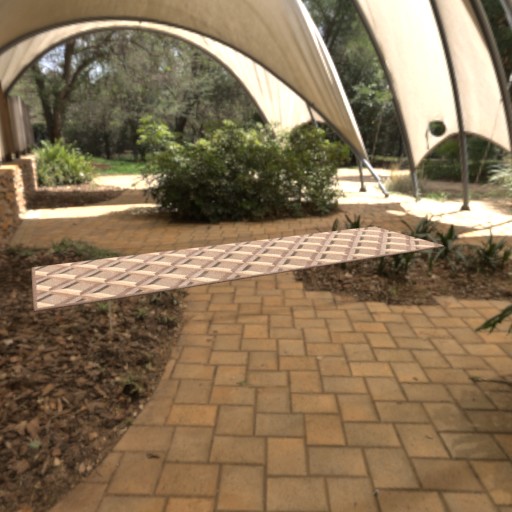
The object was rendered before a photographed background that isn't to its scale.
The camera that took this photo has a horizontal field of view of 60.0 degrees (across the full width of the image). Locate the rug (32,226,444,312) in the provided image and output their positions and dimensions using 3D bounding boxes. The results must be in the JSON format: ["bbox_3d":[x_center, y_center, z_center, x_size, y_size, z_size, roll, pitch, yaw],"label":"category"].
[{"bbox_3d":[0.000,0.000,2.684,2.437,0.013,0.685,-8,18,-26],"label":"rug"}]
